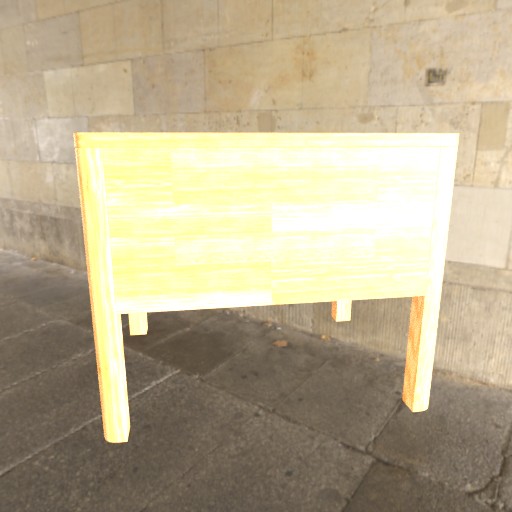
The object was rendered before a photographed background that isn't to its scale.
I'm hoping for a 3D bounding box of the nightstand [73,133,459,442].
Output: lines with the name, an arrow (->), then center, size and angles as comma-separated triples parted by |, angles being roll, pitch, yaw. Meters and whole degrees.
nightstand -> 0.000, 0.000, 0.887 | 0.560, 0.470, 0.440 | -2, 15, -9
